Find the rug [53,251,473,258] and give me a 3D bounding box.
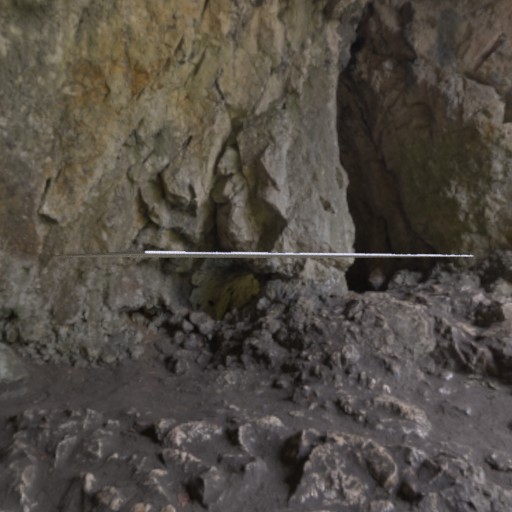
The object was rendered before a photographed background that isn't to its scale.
[{"bbox_3d":[0.000,0.000,4.060,3.040,0.014,2.423,0,-1,-35],"label":"rug"}]
